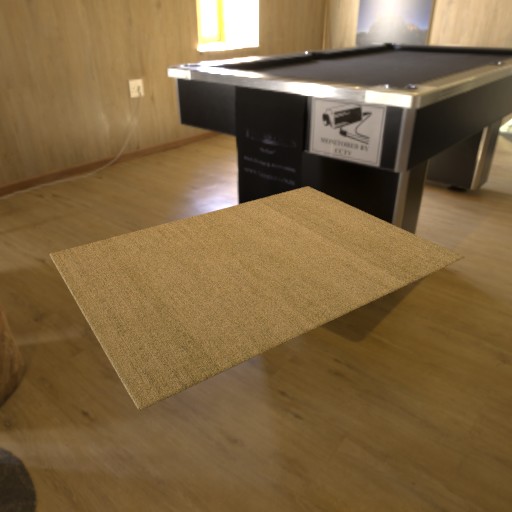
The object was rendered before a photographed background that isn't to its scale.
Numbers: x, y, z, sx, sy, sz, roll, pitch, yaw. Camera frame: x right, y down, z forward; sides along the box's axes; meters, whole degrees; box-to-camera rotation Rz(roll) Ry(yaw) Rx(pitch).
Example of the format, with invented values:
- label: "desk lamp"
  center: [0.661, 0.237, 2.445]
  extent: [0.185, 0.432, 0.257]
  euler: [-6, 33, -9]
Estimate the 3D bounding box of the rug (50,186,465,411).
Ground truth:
- label: "rug"
  center: [0.000, 0.000, 5.136]
  extent: [3.935, 0.025, 2.782]
  euler: [-19, 34, -29]
